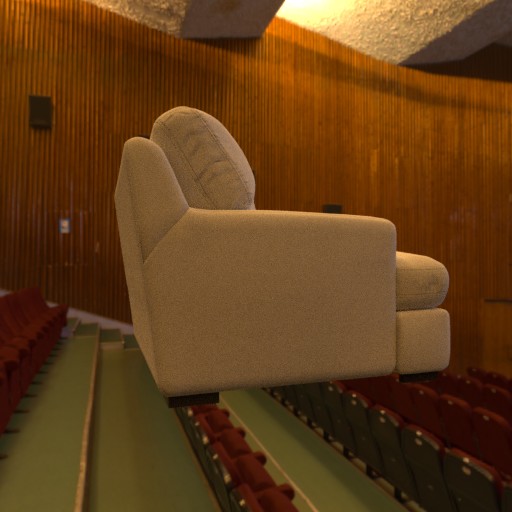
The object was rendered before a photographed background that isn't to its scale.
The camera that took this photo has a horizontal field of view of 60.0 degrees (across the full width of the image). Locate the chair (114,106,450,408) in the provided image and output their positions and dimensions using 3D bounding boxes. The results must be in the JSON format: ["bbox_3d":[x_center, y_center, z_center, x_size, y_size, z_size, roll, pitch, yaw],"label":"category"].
[{"bbox_3d":[0.000,0.000,1.939,1.158,0.930,1.140,0,-1,-19],"label":"chair"}]
